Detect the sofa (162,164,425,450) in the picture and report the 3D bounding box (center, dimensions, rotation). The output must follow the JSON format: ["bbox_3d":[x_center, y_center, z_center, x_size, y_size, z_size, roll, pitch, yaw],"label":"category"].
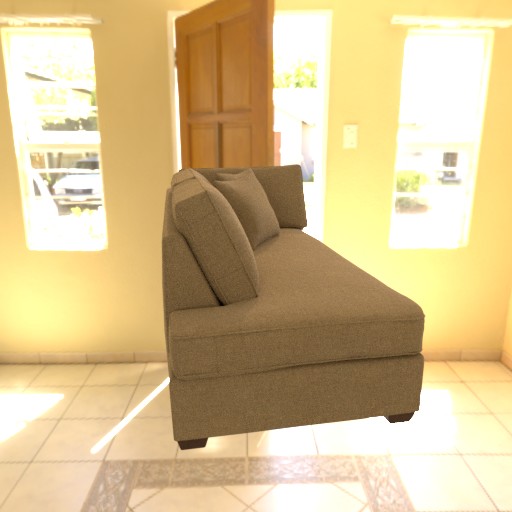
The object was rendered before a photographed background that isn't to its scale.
[{"bbox_3d":[0.000,0.000,2.748,1.110,1.019,2.238,-3,15,-10],"label":"sofa"}]
